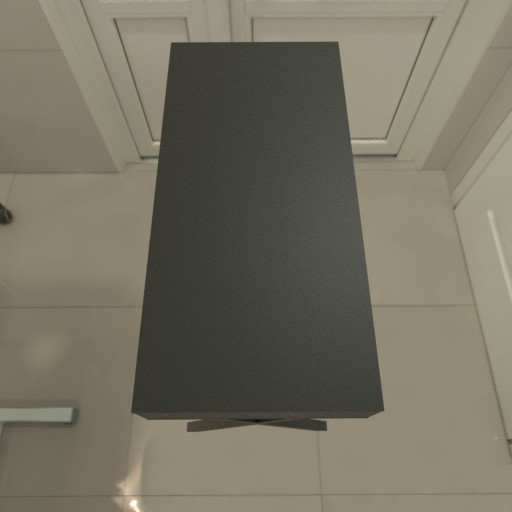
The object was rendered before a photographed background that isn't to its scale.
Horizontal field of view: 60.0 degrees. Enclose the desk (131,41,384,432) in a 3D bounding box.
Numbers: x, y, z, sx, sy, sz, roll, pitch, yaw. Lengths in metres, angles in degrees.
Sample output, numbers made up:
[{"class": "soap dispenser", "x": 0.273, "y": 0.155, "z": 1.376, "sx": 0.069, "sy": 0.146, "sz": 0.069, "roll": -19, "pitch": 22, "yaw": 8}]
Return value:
[{"class": "desk", "x": 0.000, "y": 0.000, "z": 1.460, "sx": 0.504, "sy": 0.780, "sz": 1.057, "roll": 0, "pitch": 65, "yaw": 0}]
